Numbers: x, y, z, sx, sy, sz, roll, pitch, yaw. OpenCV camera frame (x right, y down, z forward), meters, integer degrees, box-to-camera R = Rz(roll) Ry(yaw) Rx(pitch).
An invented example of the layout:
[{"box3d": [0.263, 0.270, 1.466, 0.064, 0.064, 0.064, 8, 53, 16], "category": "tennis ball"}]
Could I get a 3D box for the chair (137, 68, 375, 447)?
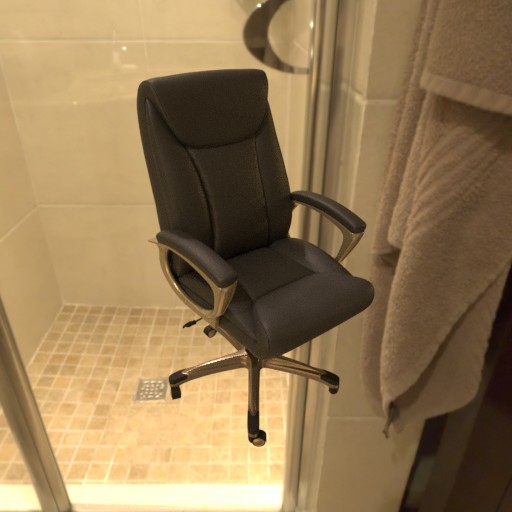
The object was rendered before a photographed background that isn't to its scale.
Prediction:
[{"box3d": [0.000, 0.000, 1.597, 0.694, 1.188, 0.748, -21, 35, -32], "category": "chair"}]
